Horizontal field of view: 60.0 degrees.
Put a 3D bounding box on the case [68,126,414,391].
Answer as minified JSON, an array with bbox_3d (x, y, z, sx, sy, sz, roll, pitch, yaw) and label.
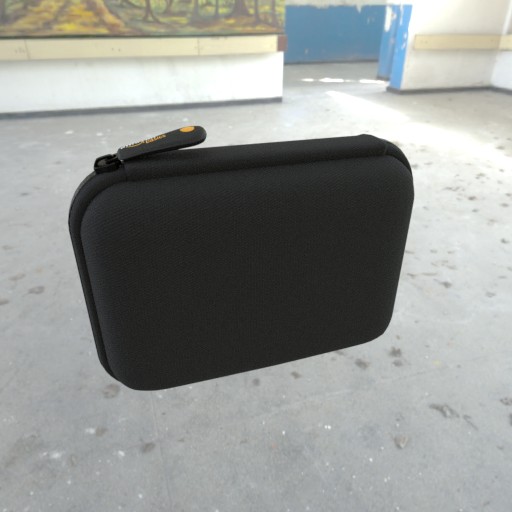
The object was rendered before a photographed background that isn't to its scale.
[{"bbox_3d":[0.000,0.000,0.177,0.132,0.105,0.038,-9,31,-15],"label":"case"}]
